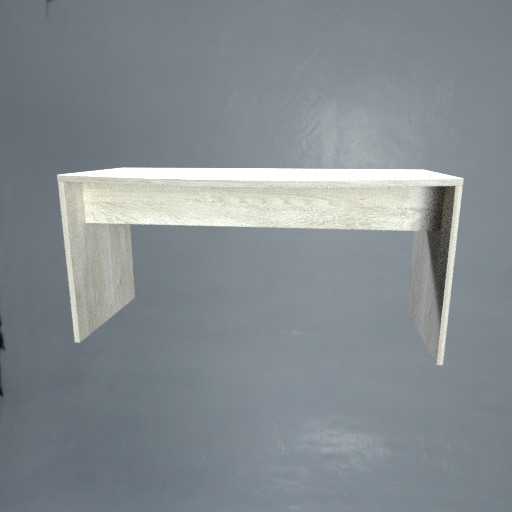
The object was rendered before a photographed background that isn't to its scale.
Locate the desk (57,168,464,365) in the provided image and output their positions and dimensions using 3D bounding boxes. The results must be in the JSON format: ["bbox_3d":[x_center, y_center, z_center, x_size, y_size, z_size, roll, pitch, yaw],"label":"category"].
[{"bbox_3d":[0.000,0.000,2.044,1.600,0.752,0.802,2,14,8],"label":"desk"}]
